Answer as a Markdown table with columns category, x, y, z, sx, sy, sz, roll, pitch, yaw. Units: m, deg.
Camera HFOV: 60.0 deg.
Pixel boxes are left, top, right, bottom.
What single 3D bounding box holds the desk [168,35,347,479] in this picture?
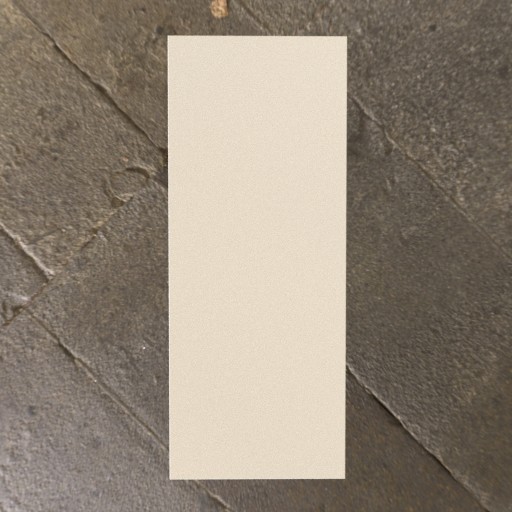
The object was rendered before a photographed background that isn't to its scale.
| category | x | y | z | sx | sy | sz | roll | pitch | yaw |
| --- | --- | --- | --- | --- | --- | --- | --- | --- | --- |
| desk | 0.000 | 0.000 | 1.395 | 0.400 | 0.790 | 1.000 | 0 | 91 | -1 |
